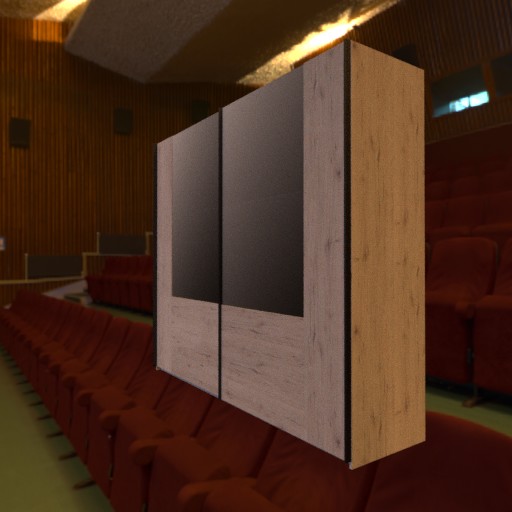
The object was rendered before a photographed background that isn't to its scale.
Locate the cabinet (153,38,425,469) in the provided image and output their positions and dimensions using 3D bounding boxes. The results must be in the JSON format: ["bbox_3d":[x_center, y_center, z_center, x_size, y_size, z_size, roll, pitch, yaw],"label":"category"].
[{"bbox_3d":[0.000,0.000,3.437,0.660,2.180,2.500,0,-1,-35],"label":"cabinet"}]
